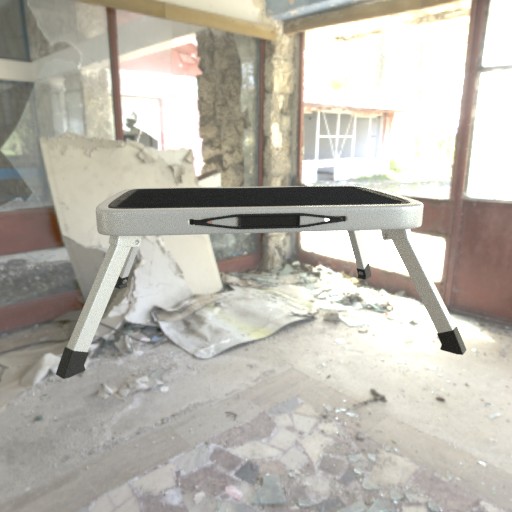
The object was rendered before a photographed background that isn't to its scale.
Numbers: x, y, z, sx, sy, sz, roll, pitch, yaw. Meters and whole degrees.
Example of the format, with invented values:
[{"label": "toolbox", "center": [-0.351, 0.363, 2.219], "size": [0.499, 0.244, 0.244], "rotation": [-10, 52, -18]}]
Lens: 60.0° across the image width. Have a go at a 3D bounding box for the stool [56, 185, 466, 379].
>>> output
[{"label": "stool", "center": [0.000, 0.000, 0.615], "size": [0.460, 0.170, 0.320], "rotation": [-2, 15, -7]}]
